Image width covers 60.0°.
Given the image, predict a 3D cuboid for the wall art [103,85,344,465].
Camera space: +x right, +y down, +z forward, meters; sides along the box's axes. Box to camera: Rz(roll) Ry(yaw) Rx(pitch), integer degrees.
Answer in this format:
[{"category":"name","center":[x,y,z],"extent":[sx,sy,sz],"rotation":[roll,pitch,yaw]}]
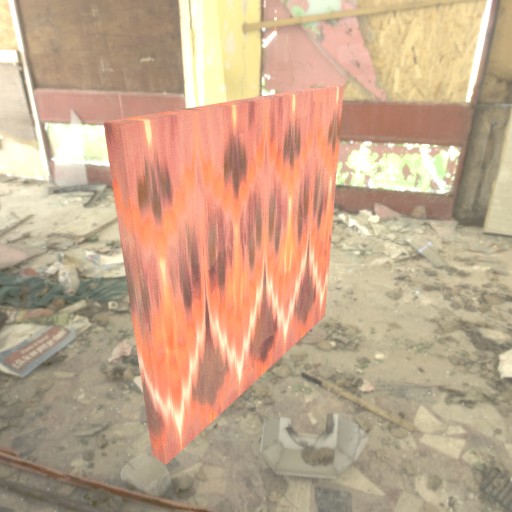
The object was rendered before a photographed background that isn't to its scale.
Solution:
[{"category":"wall art","center":[0.000,0.000,0.905],"extent":[0.037,0.609,0.603],"rotation":[18,32,32]}]
